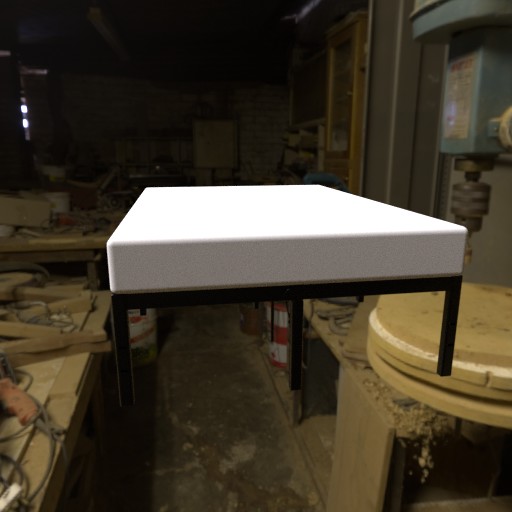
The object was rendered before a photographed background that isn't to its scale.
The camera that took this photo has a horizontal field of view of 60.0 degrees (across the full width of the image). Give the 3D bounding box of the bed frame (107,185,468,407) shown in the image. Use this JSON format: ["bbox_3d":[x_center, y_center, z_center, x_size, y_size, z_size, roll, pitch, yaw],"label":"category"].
[{"bbox_3d":[0.000,0.000,2.665,1.408,0.659,1.956,-2,14,-9],"label":"bed frame"}]
